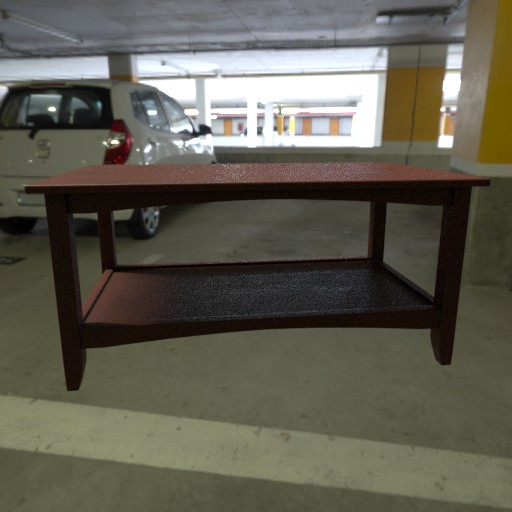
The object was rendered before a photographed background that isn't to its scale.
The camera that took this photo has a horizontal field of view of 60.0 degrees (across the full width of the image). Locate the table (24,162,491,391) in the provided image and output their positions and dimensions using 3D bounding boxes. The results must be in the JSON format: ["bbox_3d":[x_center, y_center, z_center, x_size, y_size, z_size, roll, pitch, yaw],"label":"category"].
[{"bbox_3d":[0.000,0.000,1.201,0.943,0.456,0.533,-2,16,-7],"label":"table"}]
